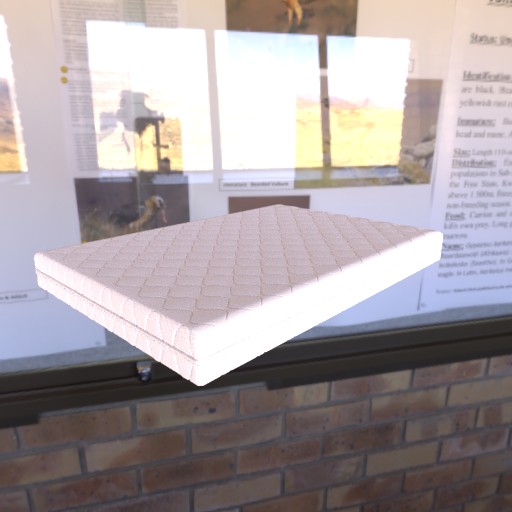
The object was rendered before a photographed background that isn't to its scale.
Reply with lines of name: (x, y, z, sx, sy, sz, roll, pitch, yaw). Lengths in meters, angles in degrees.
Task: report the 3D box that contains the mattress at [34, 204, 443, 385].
mattress: (0.000, 0.000, 2.613, 1.400, 0.200, 2.000, 16, 23, 42)
